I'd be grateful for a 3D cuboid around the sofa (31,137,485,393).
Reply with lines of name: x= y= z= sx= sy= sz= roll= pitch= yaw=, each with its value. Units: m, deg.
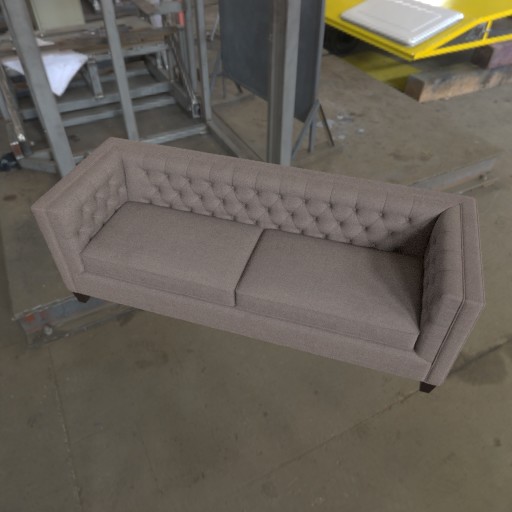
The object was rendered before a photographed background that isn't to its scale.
sofa: x=0.000 y=0.000 z=2.522 sx=2.159 sy=0.762 sz=0.775 roll=12 pitch=45 yaw=13
